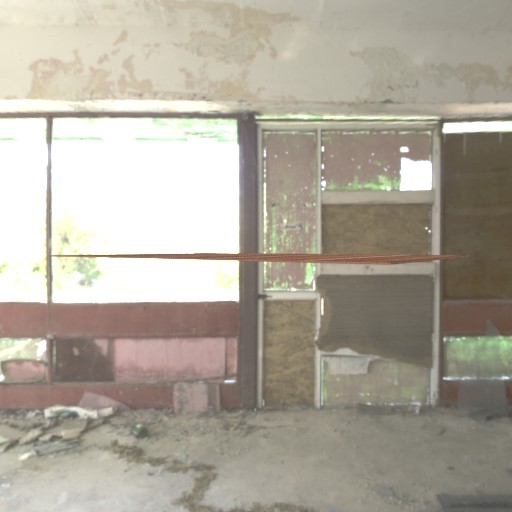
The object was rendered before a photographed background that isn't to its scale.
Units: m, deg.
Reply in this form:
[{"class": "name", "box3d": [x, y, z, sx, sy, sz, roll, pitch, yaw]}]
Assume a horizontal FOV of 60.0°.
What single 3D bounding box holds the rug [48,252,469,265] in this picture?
[{"class": "rug", "box3d": [0.000, 0.000, 2.300, 1.828, 0.007, 1.217, 1, 1, 36]}]
